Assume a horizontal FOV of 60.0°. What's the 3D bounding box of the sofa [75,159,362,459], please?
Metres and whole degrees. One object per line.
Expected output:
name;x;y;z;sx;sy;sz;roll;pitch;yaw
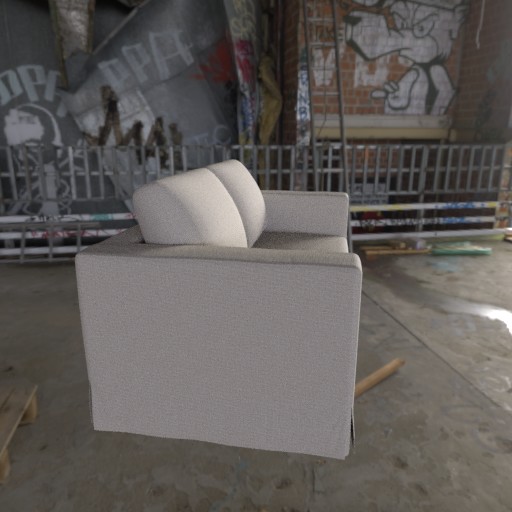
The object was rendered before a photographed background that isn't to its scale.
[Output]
sofa;0.000;0.000;2.359;1.009;0.932;1.813;3;16;9
